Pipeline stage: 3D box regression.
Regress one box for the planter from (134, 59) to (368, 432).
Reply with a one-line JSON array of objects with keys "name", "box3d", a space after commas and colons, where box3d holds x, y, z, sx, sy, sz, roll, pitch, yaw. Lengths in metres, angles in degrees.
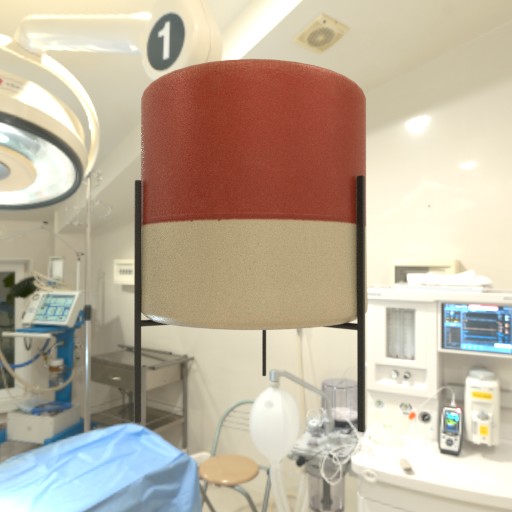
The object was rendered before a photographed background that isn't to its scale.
[{"name": "planter", "box3d": [0.000, 0.000, 0.689, 0.354, 0.465, 0.345, 0, -1, 36]}]
